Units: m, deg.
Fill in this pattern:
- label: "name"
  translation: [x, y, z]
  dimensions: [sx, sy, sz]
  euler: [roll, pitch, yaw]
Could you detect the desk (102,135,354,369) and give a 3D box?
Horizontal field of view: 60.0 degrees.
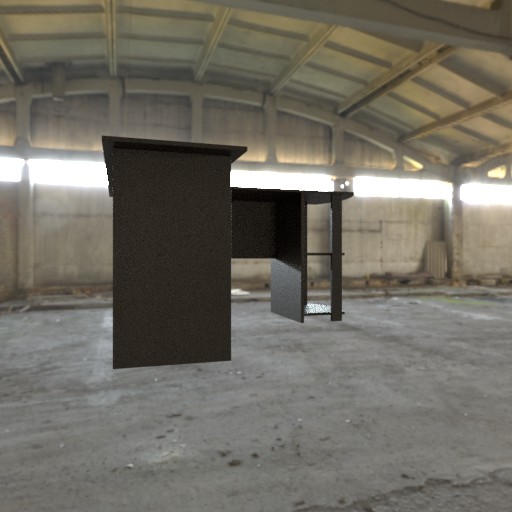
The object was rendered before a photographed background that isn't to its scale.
- label: "desk"
  translation: [0.000, 0.000, 2.133]
  dimensions: [1.361, 0.716, 1.303]
  euler: [0, 0, -17]
